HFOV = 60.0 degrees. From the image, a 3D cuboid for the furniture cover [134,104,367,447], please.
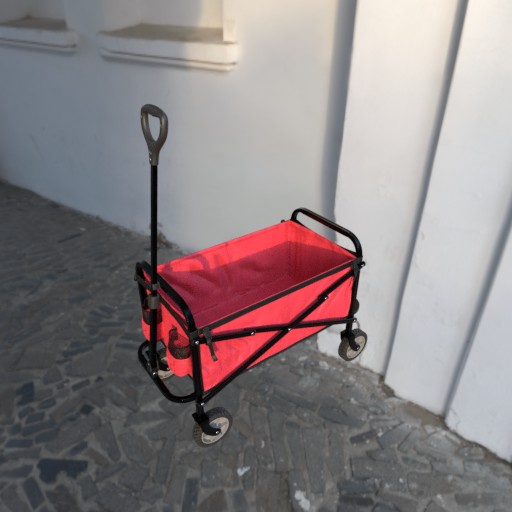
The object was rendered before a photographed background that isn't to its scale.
[{"bbox_3d":[0.000,0.000,1.818,1.038,1.295,0.532,-21,37,-30],"label":"furniture cover"}]
